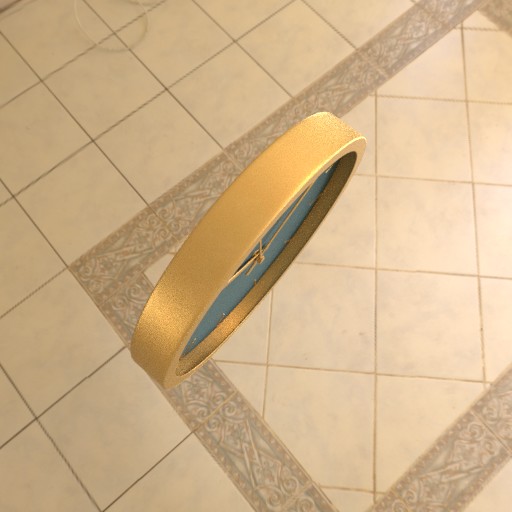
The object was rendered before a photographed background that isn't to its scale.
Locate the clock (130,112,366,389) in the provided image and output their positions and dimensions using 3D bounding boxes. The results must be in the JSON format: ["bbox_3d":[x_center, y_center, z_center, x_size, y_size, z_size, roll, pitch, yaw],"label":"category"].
[{"bbox_3d":[0.000,0.000,0.462,0.040,0.314,0.314,39,78,10],"label":"clock"}]
